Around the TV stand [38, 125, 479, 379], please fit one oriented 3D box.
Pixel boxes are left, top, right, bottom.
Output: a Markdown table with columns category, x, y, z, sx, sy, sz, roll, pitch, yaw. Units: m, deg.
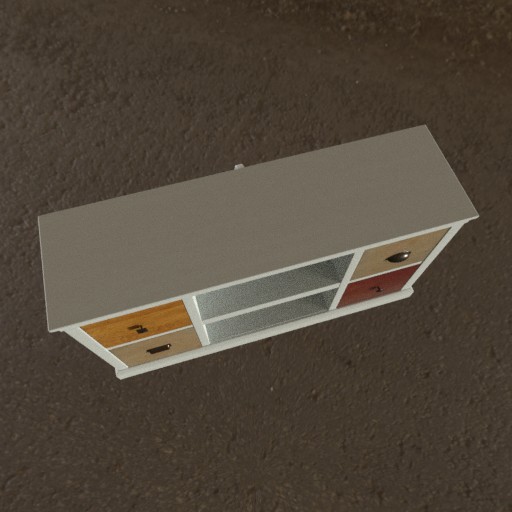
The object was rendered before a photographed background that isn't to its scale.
| category | x | y | z | sx | sy | sz | roll | pitch | yaw |
| --- | --- | --- | --- | --- | --- | --- | --- | --- | --- |
| TV stand | 0.000 | 0.000 | 1.531 | 1.187 | 0.624 | 0.424 | -15 | 65 | -7 |
